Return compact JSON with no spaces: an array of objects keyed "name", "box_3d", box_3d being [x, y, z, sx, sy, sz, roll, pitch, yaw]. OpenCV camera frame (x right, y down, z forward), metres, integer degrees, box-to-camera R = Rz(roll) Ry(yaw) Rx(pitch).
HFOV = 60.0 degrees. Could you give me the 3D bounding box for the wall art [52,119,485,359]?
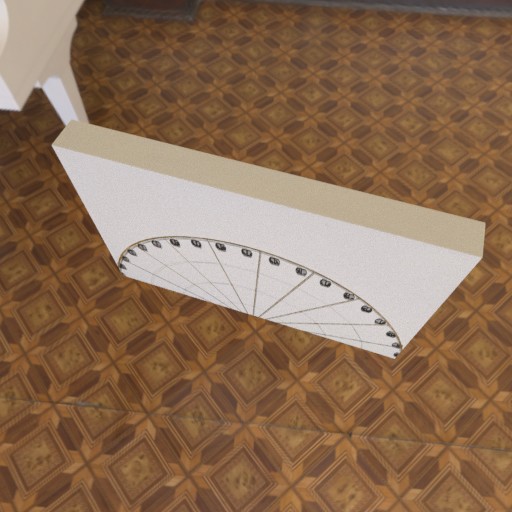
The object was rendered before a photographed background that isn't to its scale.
[{"name":"wall art","box_3d":[0.000,0.000,0.494,0.384,0.254,0.039,16,61,9]}]
